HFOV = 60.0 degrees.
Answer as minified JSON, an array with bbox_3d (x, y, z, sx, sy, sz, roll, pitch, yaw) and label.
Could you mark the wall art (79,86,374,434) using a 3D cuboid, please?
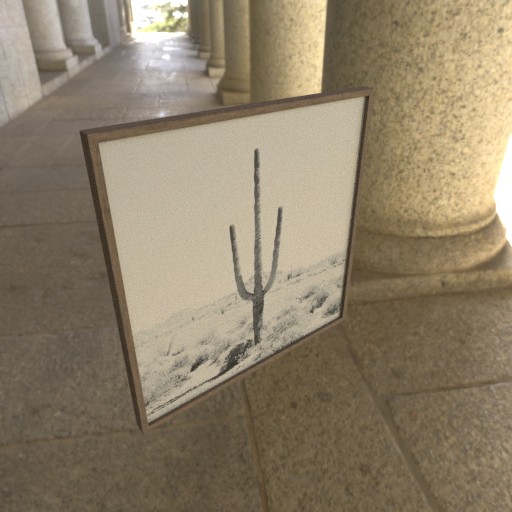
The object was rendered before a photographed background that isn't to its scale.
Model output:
[{"bbox_3d":[0.000,0.000,1.160,0.762,0.762,0.038,-21,36,-33],"label":"wall art"}]
